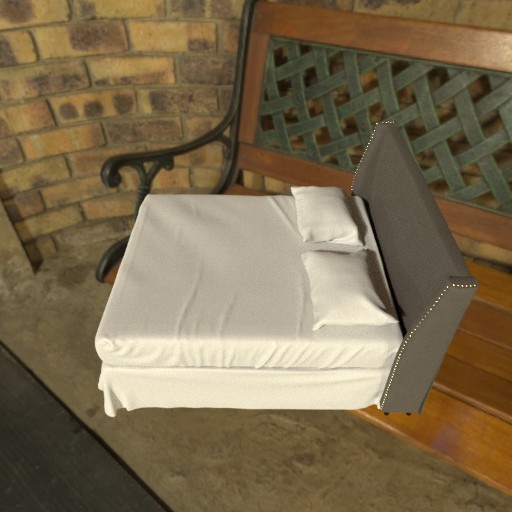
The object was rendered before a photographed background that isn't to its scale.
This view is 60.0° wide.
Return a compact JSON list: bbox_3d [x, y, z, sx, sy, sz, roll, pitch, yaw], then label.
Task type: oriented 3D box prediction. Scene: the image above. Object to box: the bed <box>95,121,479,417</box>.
[{"bbox_3d":[0.000,0.000,3.346,2.276,1.332,1.925,0,42,1],"label":"bed"}]
